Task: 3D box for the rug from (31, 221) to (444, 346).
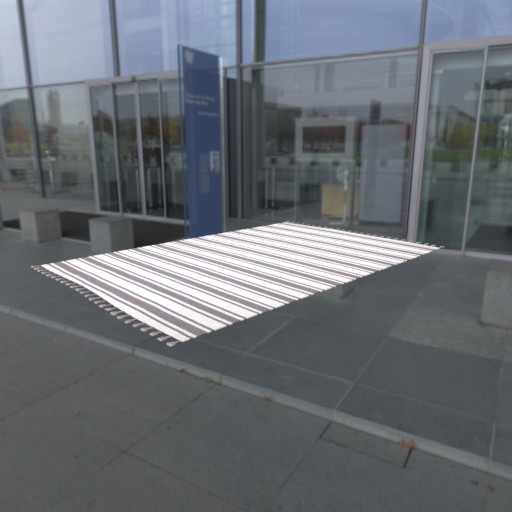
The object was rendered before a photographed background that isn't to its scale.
[{"bbox_3d":[0.000,0.000,3.034,2.425,0.014,1.563,-13,19,-42],"label":"rug"}]
